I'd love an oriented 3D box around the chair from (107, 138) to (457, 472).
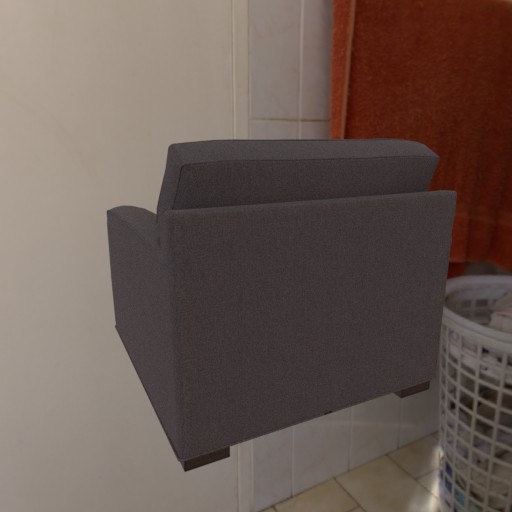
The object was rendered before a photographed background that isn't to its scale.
[{"bbox_3d":[0.000,0.000,1.779,0.997,0.913,1.043,-7,17,-26],"label":"chair"}]
